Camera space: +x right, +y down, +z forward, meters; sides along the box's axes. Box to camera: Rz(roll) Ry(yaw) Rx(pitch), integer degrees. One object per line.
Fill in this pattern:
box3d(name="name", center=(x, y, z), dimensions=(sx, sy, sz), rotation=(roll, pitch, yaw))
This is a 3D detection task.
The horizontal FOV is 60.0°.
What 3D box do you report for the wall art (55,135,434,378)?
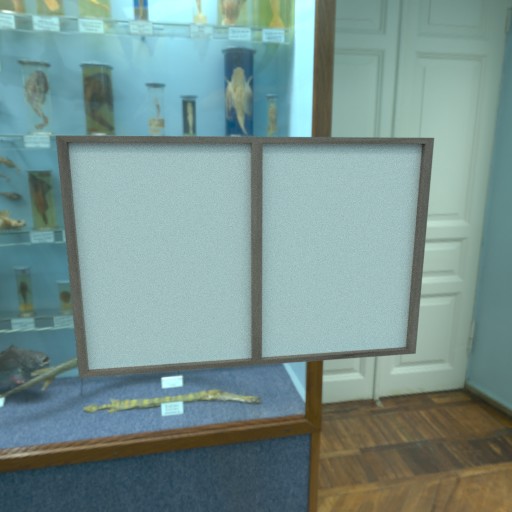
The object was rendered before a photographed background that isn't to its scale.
box3d(name="wall art", center=(0.000, 0.000, 1.151), dimensions=(0.919, 0.598, 0.038), rotation=(-2, 13, -9))
